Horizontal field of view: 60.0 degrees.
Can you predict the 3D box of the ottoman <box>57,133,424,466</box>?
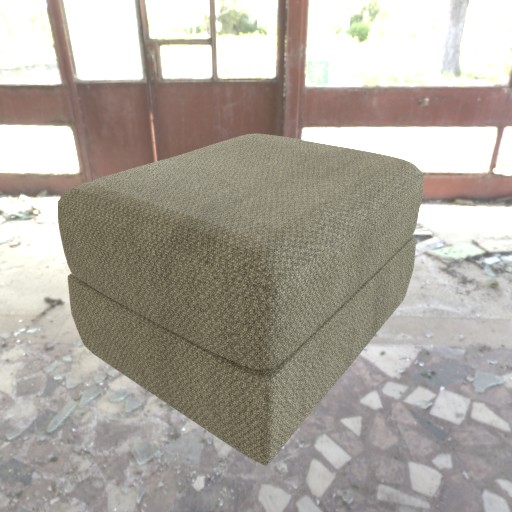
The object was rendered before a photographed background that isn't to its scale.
[{"bbox_3d":[0.000,0.000,1.137,0.603,0.476,0.751,20,34,32],"label":"ottoman"}]
